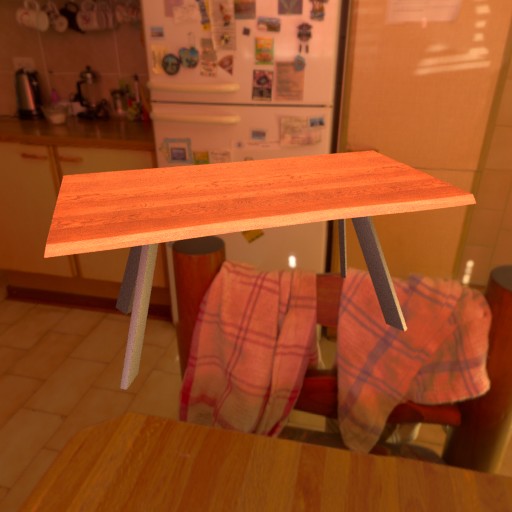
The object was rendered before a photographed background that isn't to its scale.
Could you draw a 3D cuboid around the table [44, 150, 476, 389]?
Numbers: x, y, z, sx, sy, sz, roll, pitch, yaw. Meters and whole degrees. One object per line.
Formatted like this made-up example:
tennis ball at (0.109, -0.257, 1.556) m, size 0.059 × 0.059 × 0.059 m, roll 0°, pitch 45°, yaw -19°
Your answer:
table at (0.000, 0.000, 2.295) m, size 1.800 × 0.770 × 0.900 m, roll -8°, pitch 28°, yaw -15°
